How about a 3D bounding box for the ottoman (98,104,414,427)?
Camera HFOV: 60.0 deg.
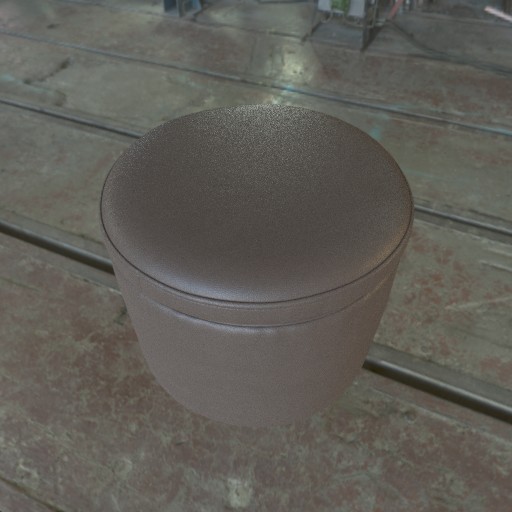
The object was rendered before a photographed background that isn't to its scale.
[{"bbox_3d":[0.000,0.000,0.833,0.500,0.409,0.500,0,46,0],"label":"ottoman"}]
